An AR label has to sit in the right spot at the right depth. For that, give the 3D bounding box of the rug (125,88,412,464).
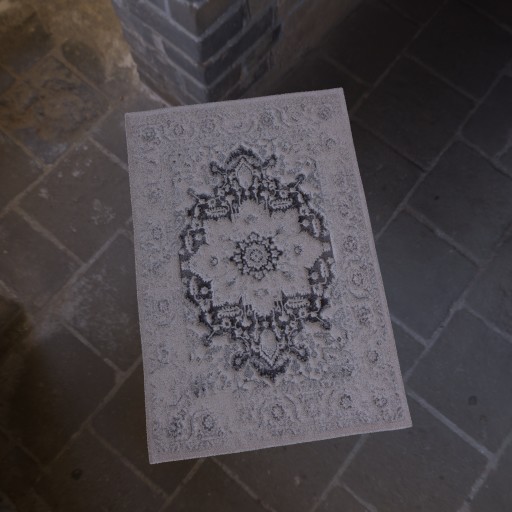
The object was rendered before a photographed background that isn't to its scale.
[{"bbox_3d":[0.000,0.000,2.253,1.223,0.008,1.813,-7,76,-2],"label":"rug"}]
